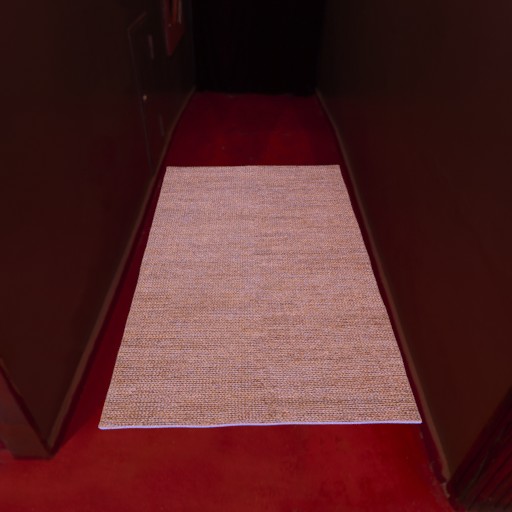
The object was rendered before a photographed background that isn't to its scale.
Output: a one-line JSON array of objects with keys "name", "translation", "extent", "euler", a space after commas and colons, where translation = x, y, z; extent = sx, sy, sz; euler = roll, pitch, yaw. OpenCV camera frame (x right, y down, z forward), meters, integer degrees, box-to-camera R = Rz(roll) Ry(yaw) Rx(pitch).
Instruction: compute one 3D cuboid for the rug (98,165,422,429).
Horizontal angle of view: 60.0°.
[{"name": "rug", "translation": [0.000, 0.000, 2.999], "extent": [1.521, 0.034, 2.438], "euler": [-1, 41, -1]}]
